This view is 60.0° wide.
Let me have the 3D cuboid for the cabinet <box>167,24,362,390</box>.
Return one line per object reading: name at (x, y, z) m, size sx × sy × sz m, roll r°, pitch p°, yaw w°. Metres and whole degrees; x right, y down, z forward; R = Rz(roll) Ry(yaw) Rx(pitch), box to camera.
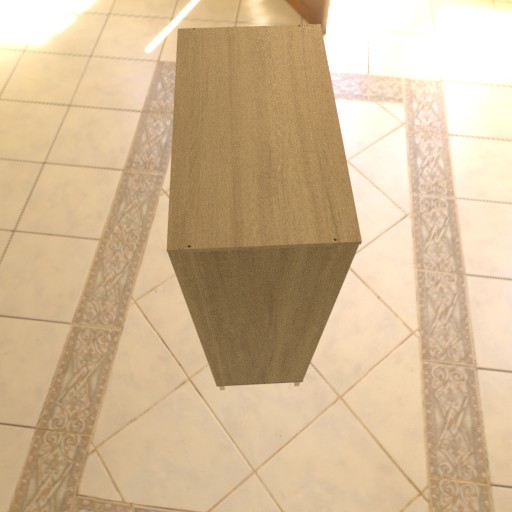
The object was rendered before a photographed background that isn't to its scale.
cabinet at (0.000, 0.000, 2.409) m, size 0.571 × 1.999 × 1.006 m, roll -3°, pitch 62°, yaw -1°
